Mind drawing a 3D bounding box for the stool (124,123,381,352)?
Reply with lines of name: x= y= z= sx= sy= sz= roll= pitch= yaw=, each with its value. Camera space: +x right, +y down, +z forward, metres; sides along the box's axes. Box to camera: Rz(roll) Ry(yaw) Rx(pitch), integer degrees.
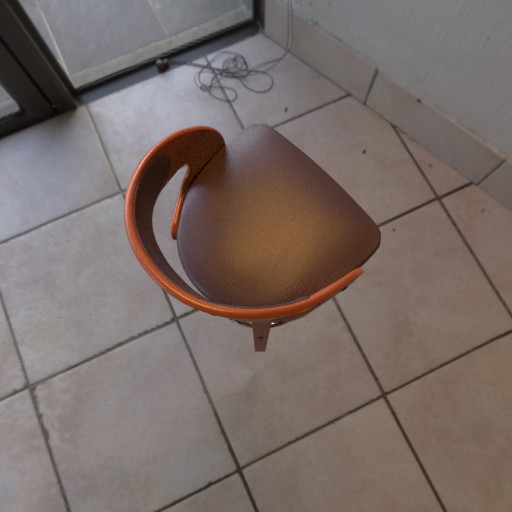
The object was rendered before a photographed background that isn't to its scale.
stool: x=0.000 y=0.000 z=1.188 sx=0.457 sy=0.940 sz=0.457 roll=-43 pitch=79 yaw=-10
